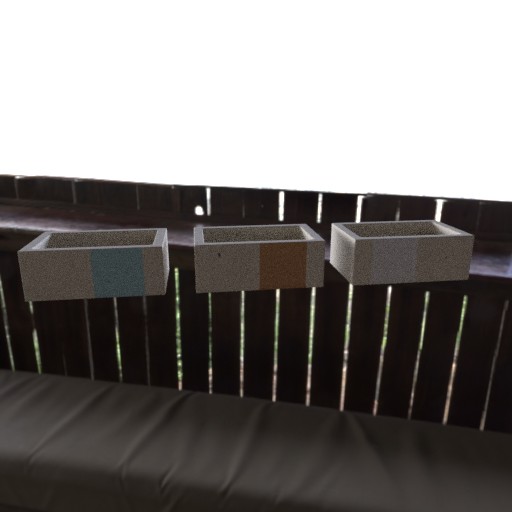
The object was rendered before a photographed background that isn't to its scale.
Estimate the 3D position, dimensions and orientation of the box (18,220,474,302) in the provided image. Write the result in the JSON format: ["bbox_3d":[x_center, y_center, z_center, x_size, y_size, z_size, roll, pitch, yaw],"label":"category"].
[{"bbox_3d":[0.000,0.000,0.489,0.461,0.051,0.082,-2,17,-8],"label":"box"}]
